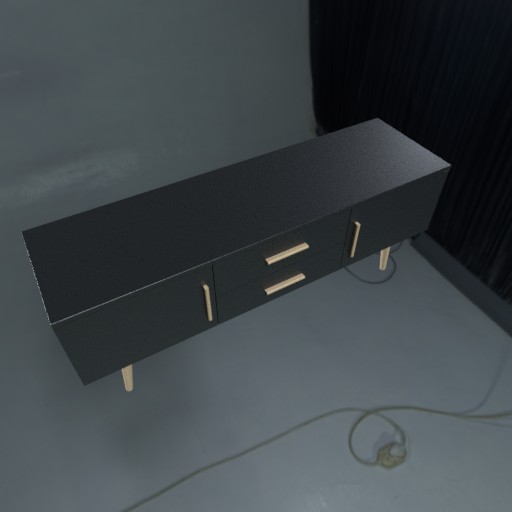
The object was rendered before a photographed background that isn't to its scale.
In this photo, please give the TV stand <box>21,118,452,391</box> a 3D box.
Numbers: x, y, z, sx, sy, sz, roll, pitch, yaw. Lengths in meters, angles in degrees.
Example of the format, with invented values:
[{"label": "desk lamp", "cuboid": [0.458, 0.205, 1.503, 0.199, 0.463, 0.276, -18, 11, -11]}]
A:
[{"label": "TV stand", "cuboid": [0.000, 0.000, 1.553, 1.312, 0.518, 0.390, -22, 50, -20]}]
